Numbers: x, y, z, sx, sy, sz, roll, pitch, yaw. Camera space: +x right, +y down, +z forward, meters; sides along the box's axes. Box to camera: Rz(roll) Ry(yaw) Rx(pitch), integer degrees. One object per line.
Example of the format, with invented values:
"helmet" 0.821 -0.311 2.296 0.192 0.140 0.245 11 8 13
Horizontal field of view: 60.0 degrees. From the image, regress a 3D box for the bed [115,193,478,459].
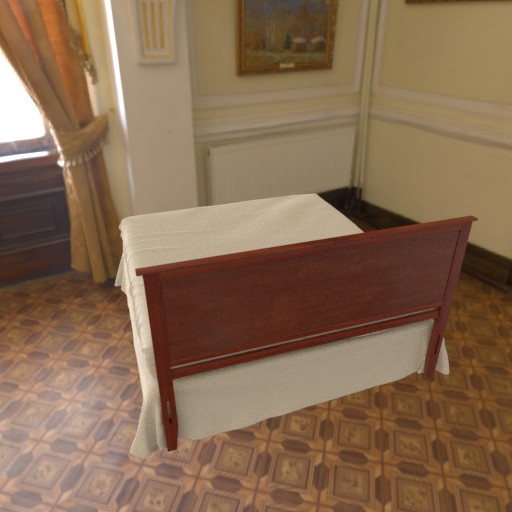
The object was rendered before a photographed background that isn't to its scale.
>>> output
"bed" 0.000 0.000 3.571 2.314 1.271 2.219 -9 30 -17
